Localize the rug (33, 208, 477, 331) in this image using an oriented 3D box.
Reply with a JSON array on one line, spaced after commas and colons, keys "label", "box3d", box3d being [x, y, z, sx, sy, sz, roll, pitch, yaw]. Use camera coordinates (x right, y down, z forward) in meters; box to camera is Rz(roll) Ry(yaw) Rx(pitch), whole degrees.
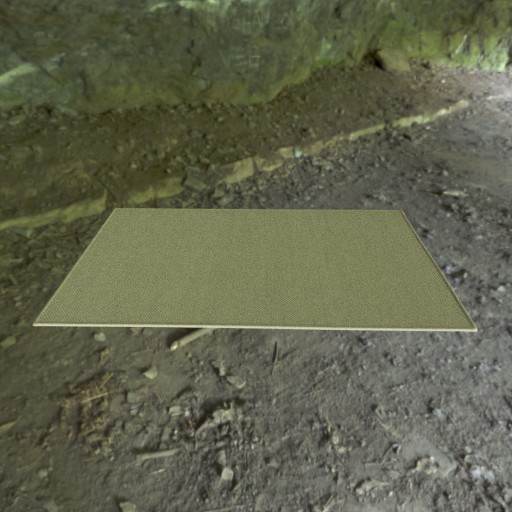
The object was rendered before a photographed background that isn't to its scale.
[{"label": "rug", "box3d": [0.000, 0.000, 2.120, 1.676, 0.013, 1.067, 1, 30, 1]}]
